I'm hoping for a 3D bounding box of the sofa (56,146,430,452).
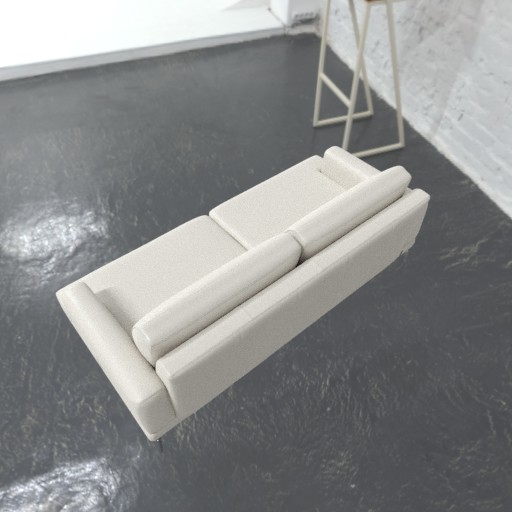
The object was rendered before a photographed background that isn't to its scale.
[{"bbox_3d":[0.000,0.000,2.454,1.940,0.765,0.974,-32,55,-26],"label":"sofa"}]
